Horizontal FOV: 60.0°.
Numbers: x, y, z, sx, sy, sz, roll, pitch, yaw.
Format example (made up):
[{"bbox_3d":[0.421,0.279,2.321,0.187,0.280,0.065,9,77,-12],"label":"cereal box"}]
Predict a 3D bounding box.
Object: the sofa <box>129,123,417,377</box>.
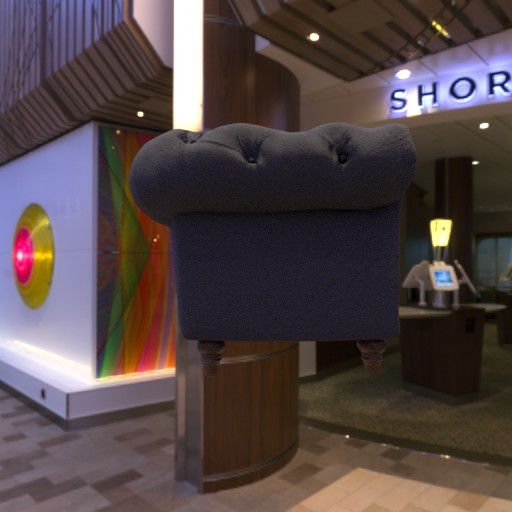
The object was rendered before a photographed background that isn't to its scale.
[{"bbox_3d":[0.000,0.000,2.040,1.032,0.878,1.405,0,-1,-1],"label":"sofa"}]
